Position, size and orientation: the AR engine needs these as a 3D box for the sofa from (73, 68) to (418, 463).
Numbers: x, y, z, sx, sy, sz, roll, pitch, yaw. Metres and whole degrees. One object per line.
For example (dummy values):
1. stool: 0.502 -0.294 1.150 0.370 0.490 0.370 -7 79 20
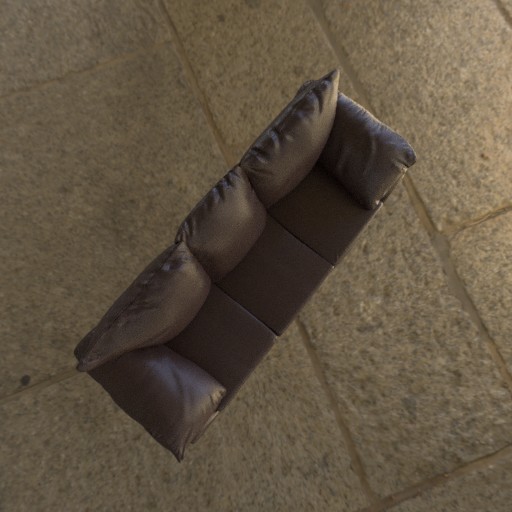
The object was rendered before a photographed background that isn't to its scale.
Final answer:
1. sofa: 0.000 0.000 2.854 0.907 1.091 2.390 38 79 8
